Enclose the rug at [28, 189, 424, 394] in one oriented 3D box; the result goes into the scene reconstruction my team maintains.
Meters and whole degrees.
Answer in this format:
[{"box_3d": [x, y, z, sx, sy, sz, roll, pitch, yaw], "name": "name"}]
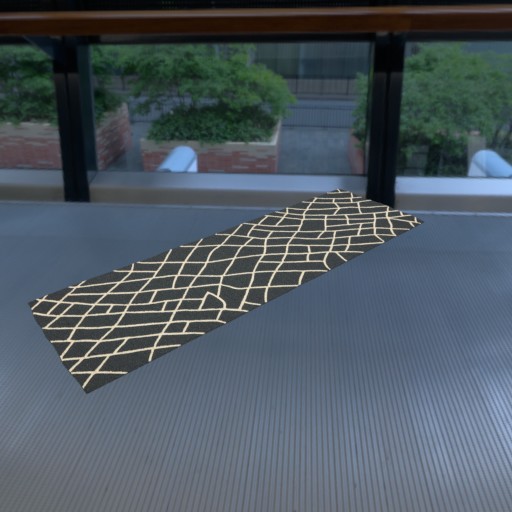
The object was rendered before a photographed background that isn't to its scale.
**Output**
[{"box_3d": [0.000, 0.000, 2.724, 2.476, 0.010, 0.807, -23, 38, -33], "name": "rug"}]
